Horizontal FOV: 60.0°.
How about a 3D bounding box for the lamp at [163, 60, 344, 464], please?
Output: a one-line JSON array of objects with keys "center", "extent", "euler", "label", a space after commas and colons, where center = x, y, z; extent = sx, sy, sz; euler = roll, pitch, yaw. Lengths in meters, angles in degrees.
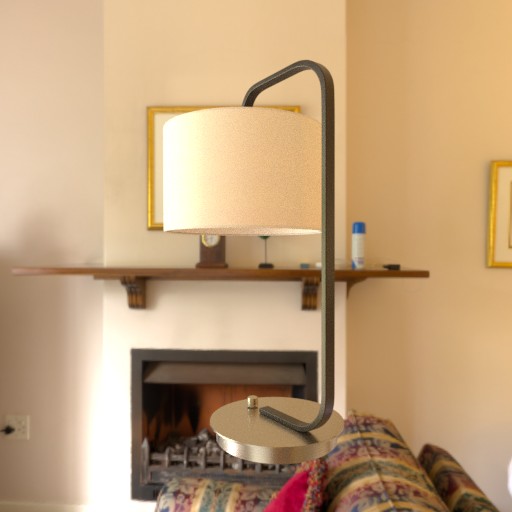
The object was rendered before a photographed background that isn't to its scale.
[{"center": [0.000, 0.000, 0.619], "extent": [0.230, 0.473, 0.288], "euler": [0, 0, -36], "label": "lamp"}]
